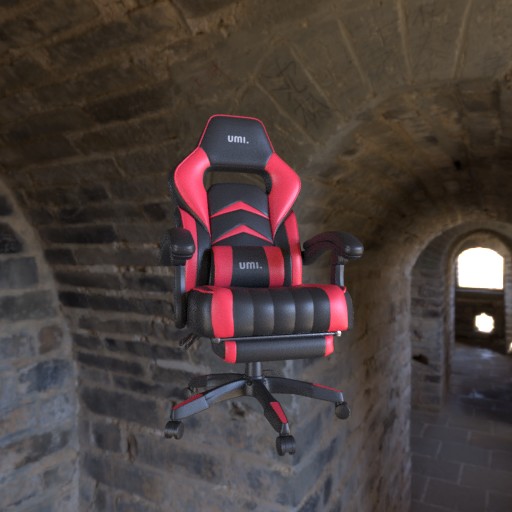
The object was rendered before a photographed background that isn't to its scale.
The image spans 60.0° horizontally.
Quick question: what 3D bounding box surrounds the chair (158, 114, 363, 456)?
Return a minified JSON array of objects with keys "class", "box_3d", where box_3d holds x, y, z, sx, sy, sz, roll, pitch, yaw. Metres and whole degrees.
[{"class":"chair","box_3d":[0.000,0.000,1.671,0.700,1.220,0.700,0,0,-17]}]
